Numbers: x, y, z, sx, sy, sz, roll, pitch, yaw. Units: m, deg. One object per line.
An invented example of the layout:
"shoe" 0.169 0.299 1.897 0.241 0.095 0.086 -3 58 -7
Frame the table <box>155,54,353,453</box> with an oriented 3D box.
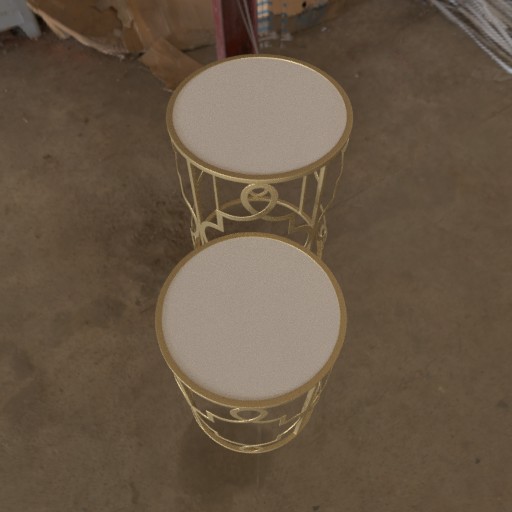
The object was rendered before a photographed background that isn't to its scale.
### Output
"table" 0.000 0.000 1.128 0.420 0.564 0.846 2 58 1
